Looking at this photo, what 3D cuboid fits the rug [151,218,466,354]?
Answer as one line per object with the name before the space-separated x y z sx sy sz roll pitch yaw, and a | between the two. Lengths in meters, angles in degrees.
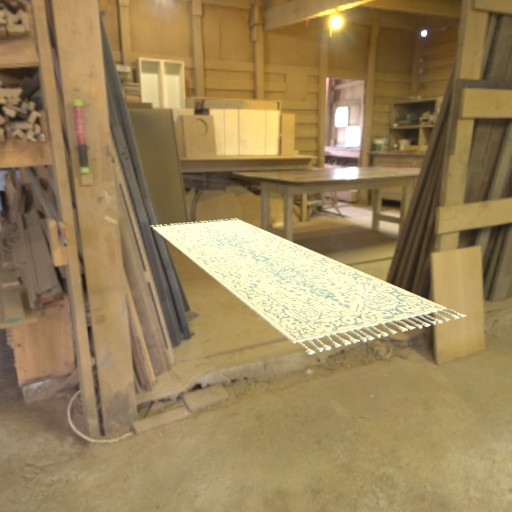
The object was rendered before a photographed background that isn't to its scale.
rug | 0.000 0.000 2.733 0.774 0.011 2.449 -7 17 -24
